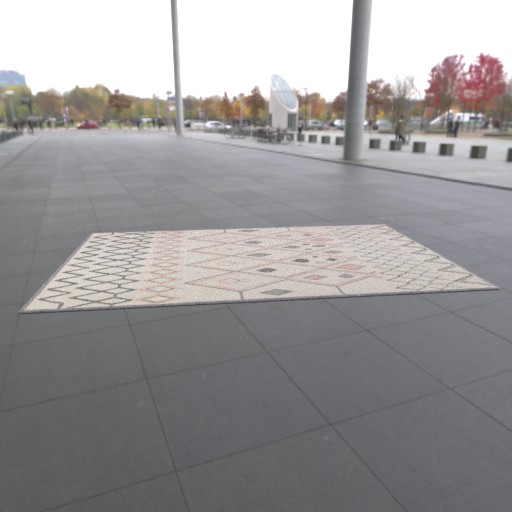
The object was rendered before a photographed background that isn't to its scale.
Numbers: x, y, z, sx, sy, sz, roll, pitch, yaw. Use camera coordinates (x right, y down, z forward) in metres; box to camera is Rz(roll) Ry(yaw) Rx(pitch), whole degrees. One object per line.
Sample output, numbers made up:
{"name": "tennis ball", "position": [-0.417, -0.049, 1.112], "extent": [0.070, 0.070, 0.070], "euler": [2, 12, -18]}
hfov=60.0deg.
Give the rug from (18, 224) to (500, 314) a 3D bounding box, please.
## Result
{"name": "rug", "position": [0.000, 0.000, 2.935], "extent": [2.438, 0.015, 1.524], "euler": [-2, 17, -7]}
